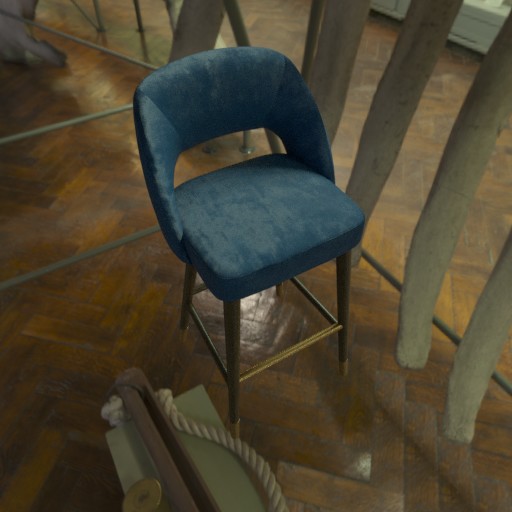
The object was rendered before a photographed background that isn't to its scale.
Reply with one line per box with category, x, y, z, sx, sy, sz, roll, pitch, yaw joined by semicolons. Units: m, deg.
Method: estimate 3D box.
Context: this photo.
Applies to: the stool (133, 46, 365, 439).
stool;0.000;0.000;1.305;0.514;1.016;0.515;-23;50;-21
